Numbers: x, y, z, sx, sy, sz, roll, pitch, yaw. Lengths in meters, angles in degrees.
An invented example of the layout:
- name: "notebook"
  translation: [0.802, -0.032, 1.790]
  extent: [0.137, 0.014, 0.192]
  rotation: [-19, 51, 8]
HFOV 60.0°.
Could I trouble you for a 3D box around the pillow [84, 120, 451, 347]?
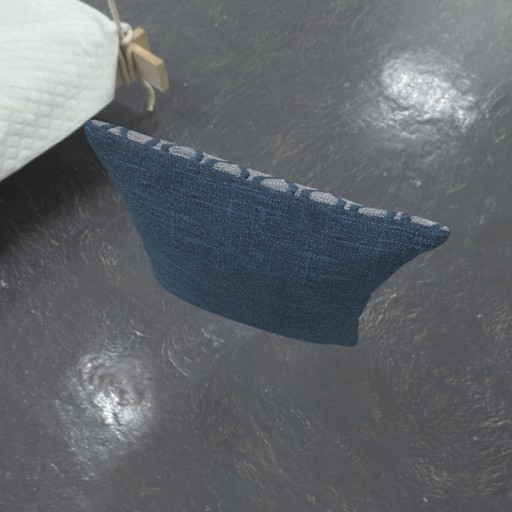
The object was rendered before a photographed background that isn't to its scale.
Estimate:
- name: "pillow"
  translation: [0.000, 0.000, 0.684]
  extent: [0.435, 0.435, 0.159]
  rotation: [17, 64, 8]
